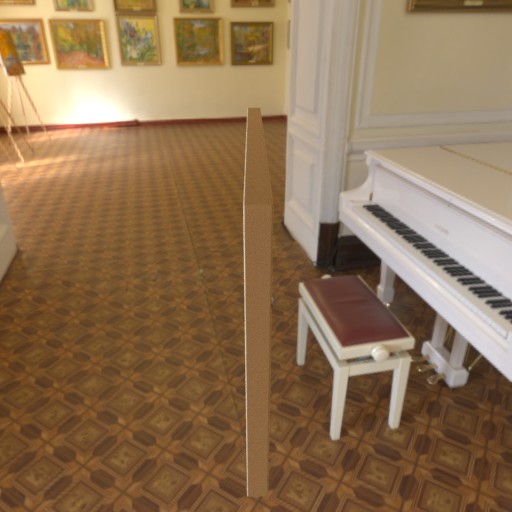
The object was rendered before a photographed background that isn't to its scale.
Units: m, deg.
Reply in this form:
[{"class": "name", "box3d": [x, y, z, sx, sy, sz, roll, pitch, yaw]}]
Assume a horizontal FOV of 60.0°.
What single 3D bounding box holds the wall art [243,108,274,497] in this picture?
[{"class": "wall art", "box3d": [0.000, 0.000, 0.476, 0.019, 0.254, 0.380, 0, 26, -1]}]
